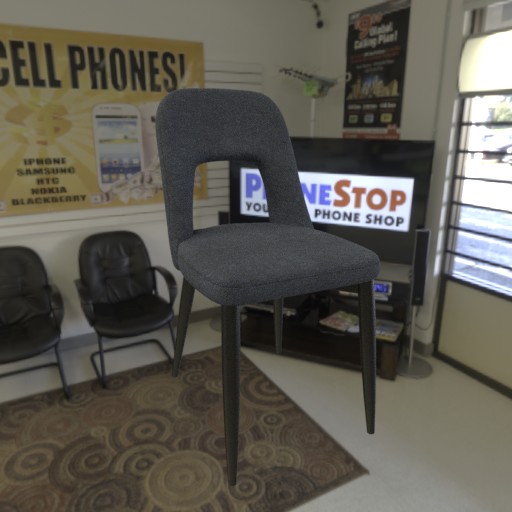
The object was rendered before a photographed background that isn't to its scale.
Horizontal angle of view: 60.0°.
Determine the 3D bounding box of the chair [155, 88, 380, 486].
[{"bbox_3d":[0.000,0.000,1.263,0.470,0.931,0.612,-8,18,-25],"label":"chair"}]
